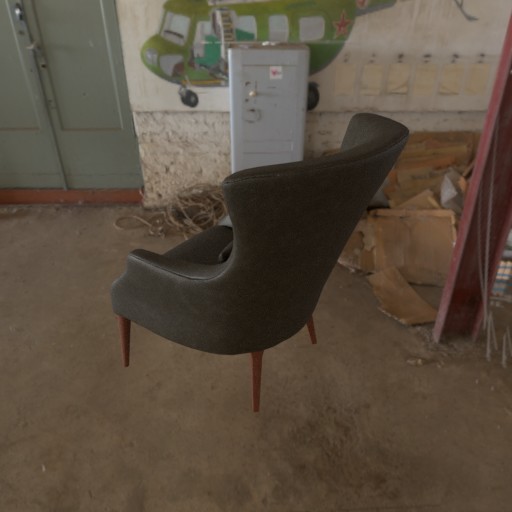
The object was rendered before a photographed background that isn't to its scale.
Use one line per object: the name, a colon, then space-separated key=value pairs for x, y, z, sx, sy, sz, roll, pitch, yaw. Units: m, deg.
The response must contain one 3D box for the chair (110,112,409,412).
chair: x=0.000 y=0.000 z=1.716 sx=0.954 sy=1.068 sz=0.819 roll=20 pitch=37 yaw=29
